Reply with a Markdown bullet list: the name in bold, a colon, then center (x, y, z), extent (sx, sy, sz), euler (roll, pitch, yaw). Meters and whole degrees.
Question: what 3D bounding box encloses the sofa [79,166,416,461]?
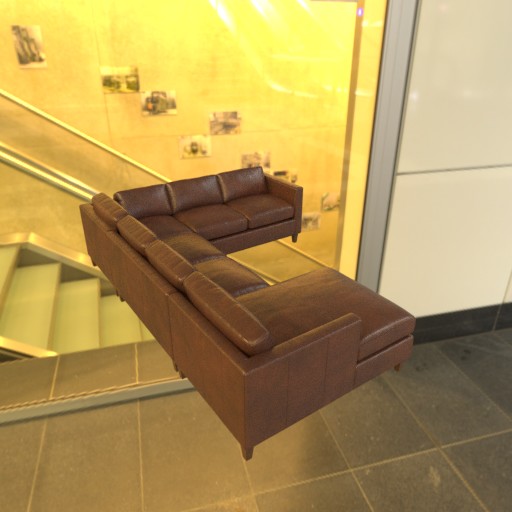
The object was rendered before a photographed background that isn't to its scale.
- **sofa**: center (0.000, 0.000, 4.396), extent (2.452, 0.891, 3.324), euler (-17, 31, -31)
